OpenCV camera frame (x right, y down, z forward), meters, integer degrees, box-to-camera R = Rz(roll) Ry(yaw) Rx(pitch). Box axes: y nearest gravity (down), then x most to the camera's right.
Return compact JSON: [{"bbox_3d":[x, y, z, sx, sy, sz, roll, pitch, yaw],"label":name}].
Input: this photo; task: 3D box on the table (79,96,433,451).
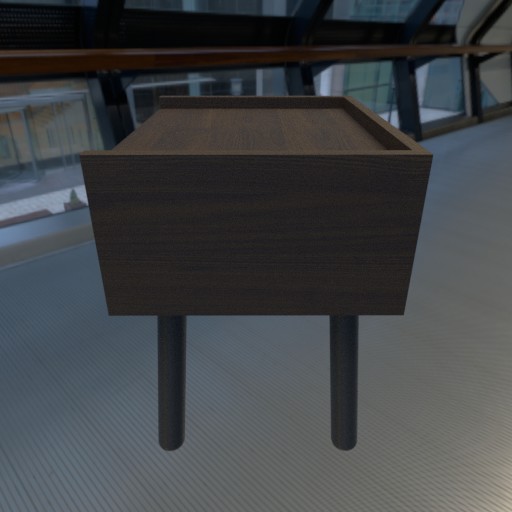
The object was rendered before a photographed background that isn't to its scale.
[{"bbox_3d":[0.000,0.000,0.770,0.370,0.470,0.450,0,27,0],"label":"table"}]
